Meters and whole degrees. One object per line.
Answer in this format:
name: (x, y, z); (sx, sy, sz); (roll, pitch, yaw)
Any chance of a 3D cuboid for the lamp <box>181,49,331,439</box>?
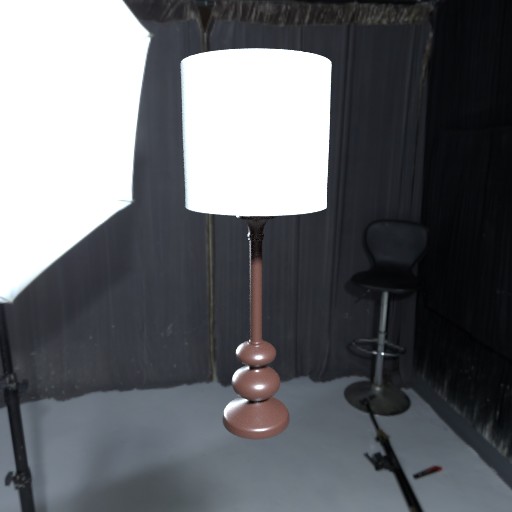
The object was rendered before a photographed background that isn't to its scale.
lamp: (0.000, 0.000, 0.831); (0.254, 0.690, 0.254); (-2, 13, -8)
